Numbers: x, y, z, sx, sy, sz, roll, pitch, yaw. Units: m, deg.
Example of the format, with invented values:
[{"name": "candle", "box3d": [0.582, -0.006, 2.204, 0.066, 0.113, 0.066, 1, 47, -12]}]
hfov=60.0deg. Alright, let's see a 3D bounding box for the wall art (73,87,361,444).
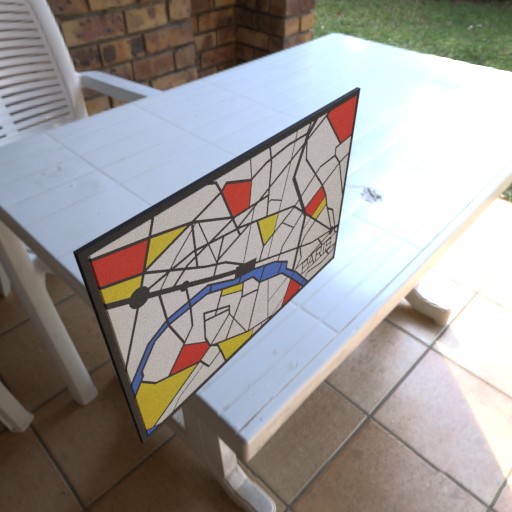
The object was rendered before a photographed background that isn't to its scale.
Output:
[{"name": "wall art", "box3d": [0.000, 0.000, 1.243, 0.013, 0.665, 0.963, 28, 48, 28]}]
